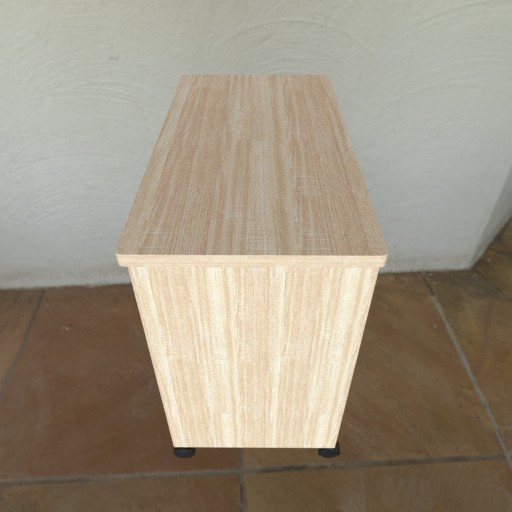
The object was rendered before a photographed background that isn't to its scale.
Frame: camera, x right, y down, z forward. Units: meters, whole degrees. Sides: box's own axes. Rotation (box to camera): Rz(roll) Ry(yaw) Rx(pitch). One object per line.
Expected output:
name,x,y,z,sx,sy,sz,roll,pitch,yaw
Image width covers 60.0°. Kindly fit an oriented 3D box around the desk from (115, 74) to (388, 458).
desk,0.000,0.000,1.339,0.480,0.770,0.884,0,41,0
